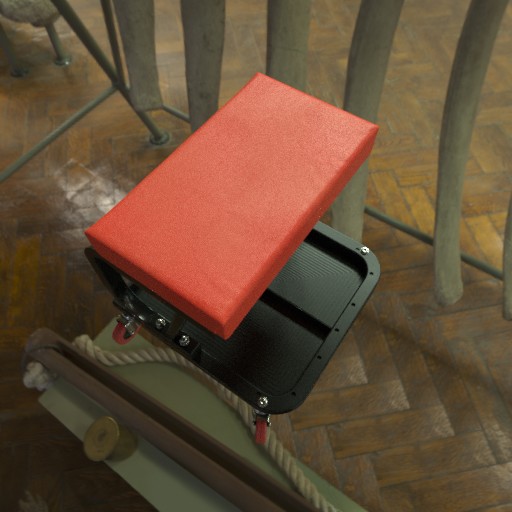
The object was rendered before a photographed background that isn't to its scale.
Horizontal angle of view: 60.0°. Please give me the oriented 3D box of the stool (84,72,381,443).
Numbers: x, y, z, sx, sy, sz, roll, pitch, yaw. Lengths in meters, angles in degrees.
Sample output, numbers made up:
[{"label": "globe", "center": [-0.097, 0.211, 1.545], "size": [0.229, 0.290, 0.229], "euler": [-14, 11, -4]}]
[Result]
[{"label": "stool", "center": [0.000, 0.000, 0.732], "size": [0.371, 0.380, 0.446], "euler": [31, 64, 17]}]
